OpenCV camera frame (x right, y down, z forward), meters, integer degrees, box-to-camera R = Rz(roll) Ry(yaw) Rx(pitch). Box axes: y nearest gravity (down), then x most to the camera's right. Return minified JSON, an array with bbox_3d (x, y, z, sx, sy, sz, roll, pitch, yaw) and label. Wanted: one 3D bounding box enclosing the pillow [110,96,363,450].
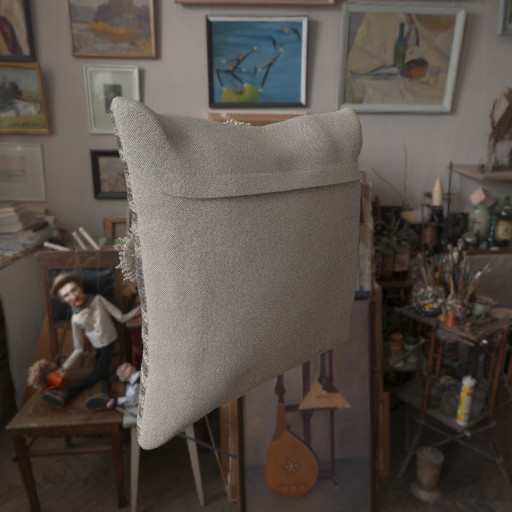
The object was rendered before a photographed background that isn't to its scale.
[{"bbox_3d":[0.000,0.000,0.747,0.484,0.490,0.234,-15,21,-42],"label":"pillow"}]
